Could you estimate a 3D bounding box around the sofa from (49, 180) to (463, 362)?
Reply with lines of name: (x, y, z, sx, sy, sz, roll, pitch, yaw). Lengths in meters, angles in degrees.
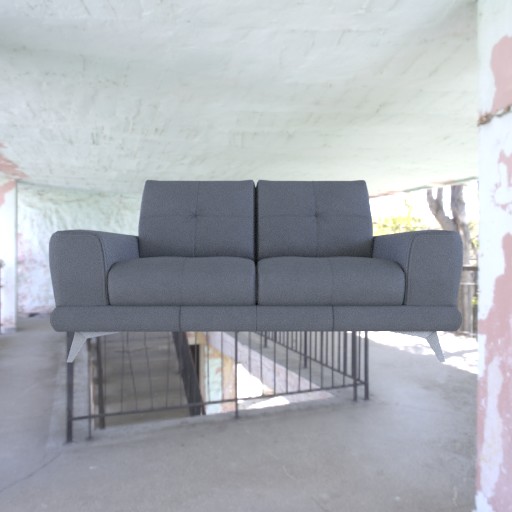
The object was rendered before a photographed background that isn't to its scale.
sofa: (0.000, 0.000, 2.365, 1.806, 0.907, 1.018, 0, 1, 0)
